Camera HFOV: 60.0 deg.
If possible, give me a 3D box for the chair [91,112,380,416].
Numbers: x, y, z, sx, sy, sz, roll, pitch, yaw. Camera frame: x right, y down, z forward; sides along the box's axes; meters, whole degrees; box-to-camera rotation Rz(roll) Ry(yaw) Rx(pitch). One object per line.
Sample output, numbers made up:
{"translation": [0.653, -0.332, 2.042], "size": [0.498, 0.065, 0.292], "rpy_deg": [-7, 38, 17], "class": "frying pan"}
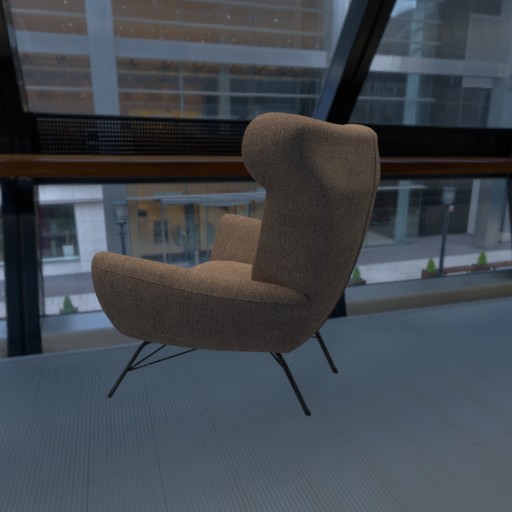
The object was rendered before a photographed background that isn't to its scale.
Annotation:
{"translation": [0.000, 0.000, 1.770], "size": [0.900, 1.040, 0.980], "rpy_deg": [7, 16, 25], "class": "chair"}
